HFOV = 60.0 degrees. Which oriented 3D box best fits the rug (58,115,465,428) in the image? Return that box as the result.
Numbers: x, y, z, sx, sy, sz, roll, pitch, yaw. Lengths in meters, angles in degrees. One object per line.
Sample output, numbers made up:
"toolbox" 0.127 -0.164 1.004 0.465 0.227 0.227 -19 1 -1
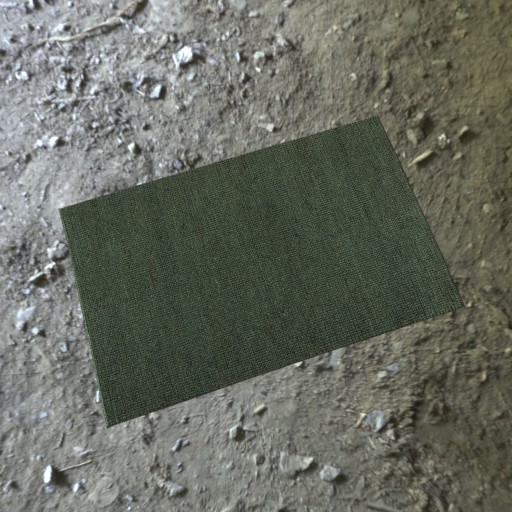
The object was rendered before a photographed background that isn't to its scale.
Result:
"rug" 0.000 0.000 3.040 2.443 0.021 1.538 -17 75 -5
